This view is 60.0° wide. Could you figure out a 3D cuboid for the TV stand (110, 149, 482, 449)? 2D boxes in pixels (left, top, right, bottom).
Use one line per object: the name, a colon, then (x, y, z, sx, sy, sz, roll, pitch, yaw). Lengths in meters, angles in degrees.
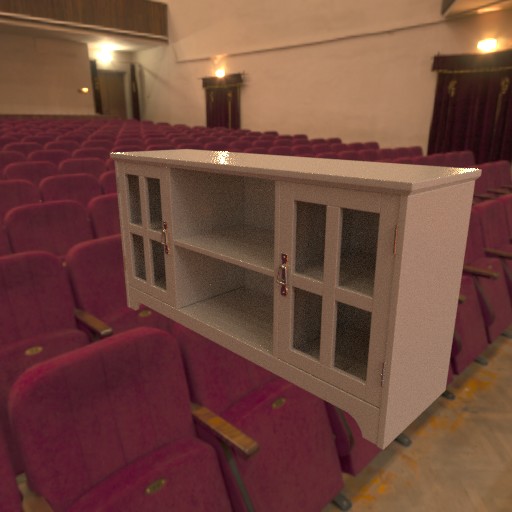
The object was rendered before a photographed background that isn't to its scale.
TV stand: (0.000, 0.000, 1.413, 0.344, 0.603, 1.167, -16, 23, -42)
